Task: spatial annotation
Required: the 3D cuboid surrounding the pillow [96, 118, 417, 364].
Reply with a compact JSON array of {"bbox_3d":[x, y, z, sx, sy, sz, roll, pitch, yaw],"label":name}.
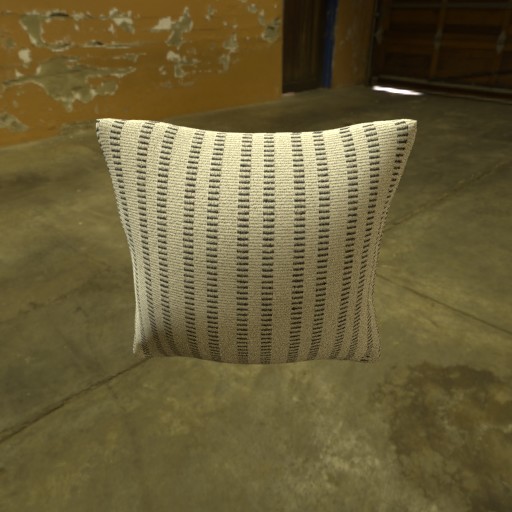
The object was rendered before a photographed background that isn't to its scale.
[{"bbox_3d":[0.000,0.000,0.692,0.438,0.419,0.247,1,28,1],"label":"pillow"}]
